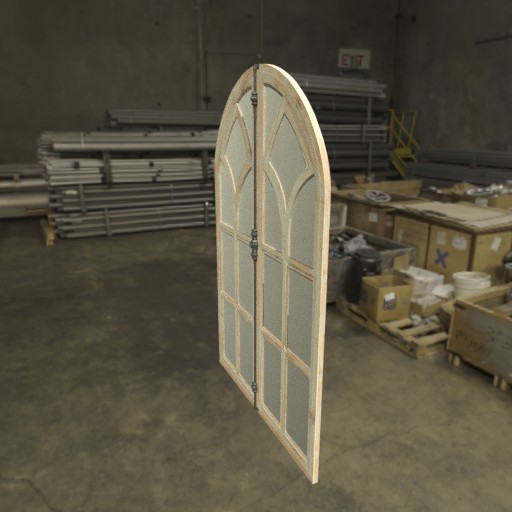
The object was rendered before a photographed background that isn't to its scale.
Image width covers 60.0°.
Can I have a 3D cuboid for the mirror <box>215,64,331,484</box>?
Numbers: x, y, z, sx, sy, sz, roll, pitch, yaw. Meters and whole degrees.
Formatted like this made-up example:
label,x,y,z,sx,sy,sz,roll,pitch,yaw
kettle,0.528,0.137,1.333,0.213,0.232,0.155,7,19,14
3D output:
label,x,y,z,sx,sy,sz,roll,pitch,yaw
mirror,0.000,0.000,1.144,0.032,0.915,0.609,-7,17,-24
